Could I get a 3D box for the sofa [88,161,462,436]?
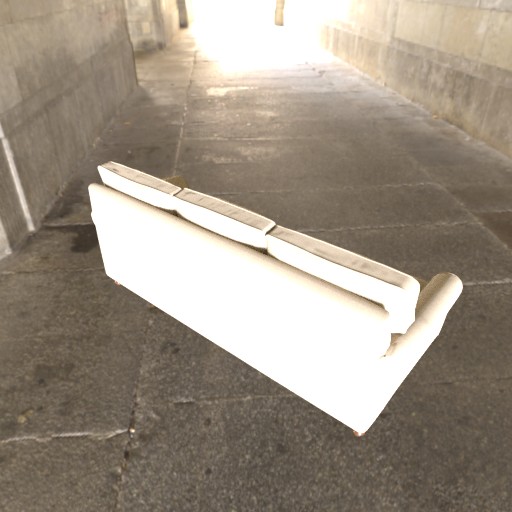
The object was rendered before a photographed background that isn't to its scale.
[{"bbox_3d":[0.000,0.000,2.850,2.354,0.948,0.966,24,39,33],"label":"sofa"}]
